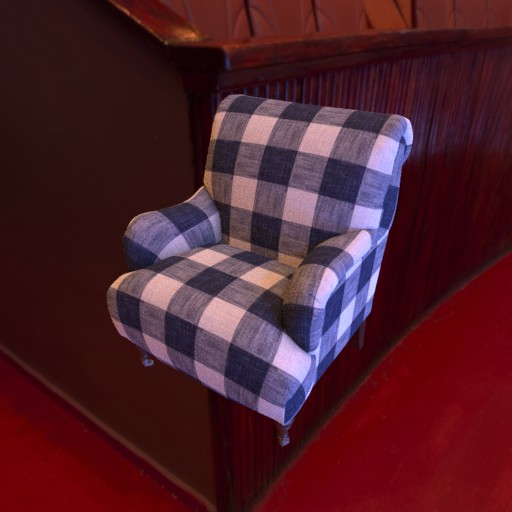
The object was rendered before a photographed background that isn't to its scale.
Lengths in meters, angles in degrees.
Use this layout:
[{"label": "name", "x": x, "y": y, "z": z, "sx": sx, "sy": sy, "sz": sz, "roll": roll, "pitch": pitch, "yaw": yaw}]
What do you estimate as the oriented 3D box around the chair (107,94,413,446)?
[{"label": "chair", "x": 0.000, "y": 0.000, "z": 1.600, "sx": 0.781, "sy": 0.953, "sz": 0.848, "roll": 19, "pitch": 35, "yaw": 30}]
